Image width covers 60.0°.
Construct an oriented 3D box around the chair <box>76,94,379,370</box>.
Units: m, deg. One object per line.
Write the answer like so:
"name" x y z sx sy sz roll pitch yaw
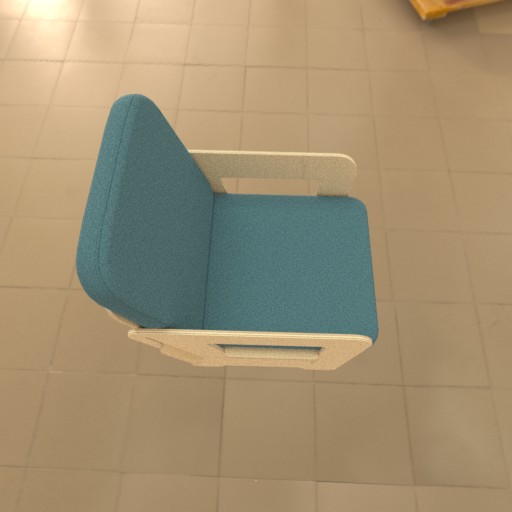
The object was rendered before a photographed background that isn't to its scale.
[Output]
"chair" 0.000 0.000 1.205 0.657 0.747 0.547 2 63 1
